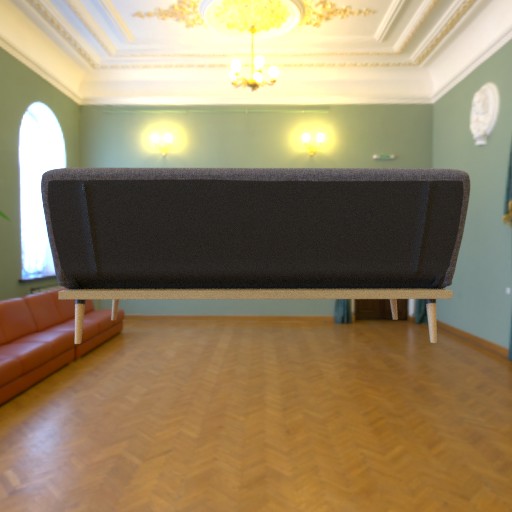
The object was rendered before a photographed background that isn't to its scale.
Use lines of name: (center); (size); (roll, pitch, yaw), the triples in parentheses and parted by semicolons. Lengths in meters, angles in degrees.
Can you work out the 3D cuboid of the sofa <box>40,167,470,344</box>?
sofa: (0.000, 0.000, 2.238); (1.820, 0.770, 0.820); (0, 1, -1)
